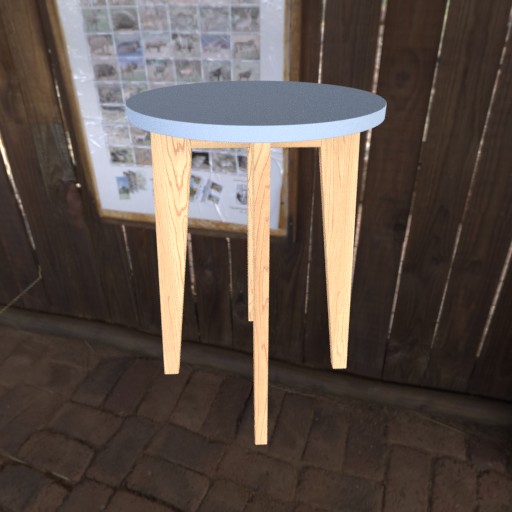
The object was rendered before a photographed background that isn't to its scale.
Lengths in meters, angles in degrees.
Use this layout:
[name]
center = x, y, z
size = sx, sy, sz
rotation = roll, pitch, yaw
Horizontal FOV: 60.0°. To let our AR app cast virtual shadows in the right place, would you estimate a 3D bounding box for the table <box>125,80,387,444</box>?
[table]
center = 0.000, 0.000, 0.733
size = 0.350, 0.500, 0.350
rotation = 0, 29, 0
